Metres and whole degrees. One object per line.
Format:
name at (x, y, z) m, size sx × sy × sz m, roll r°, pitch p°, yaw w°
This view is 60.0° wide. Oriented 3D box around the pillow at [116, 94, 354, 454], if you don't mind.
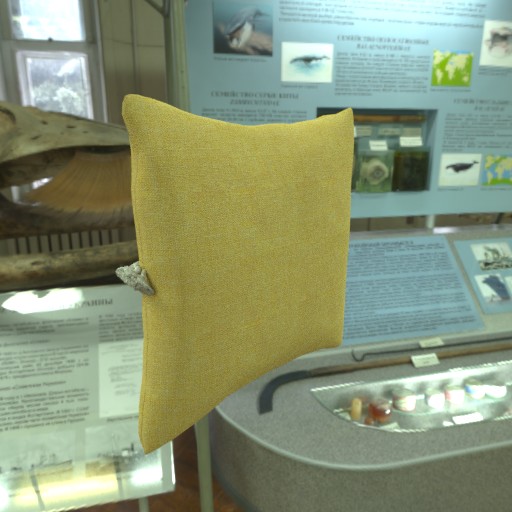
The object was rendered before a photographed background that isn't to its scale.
pillow at (0.000, 0.000, 0.734) m, size 0.485 × 0.481 × 0.167 m, roll -15°, pitch 22°, yaw -43°
